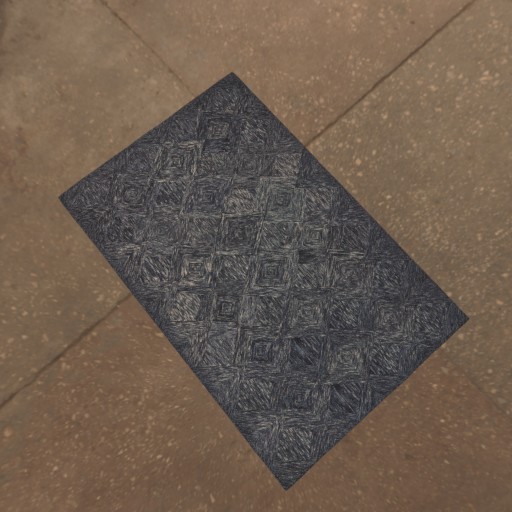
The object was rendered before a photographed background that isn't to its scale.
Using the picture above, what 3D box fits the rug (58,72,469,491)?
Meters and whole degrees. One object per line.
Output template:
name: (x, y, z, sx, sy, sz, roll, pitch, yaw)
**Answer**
rug: (0.000, 0.000, 2.146, 1.139, 0.010, 1.754, -39, 79, -9)
